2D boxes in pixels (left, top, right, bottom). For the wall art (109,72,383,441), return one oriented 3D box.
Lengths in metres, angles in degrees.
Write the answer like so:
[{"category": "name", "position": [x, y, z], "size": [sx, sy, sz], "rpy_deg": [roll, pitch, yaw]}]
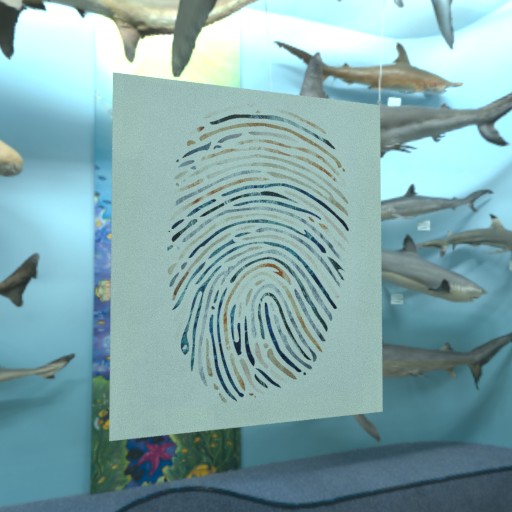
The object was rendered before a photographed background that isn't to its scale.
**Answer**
[{"category": "wall art", "position": [0.000, 0.000, 0.818], "size": [0.508, 0.606, 0.037], "rpy_deg": [1, -2, -17]}]
